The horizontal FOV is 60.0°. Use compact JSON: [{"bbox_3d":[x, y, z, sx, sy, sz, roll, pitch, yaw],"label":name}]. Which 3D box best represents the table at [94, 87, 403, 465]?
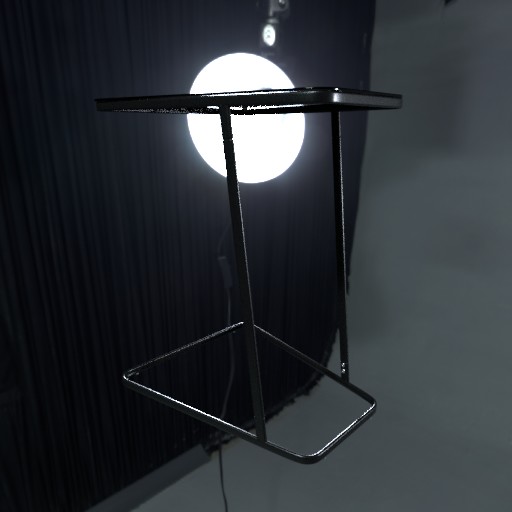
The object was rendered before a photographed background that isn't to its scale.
[{"bbox_3d":[0.000,0.000,0.931,0.500,0.624,0.427,15,22,42],"label":"table"}]
